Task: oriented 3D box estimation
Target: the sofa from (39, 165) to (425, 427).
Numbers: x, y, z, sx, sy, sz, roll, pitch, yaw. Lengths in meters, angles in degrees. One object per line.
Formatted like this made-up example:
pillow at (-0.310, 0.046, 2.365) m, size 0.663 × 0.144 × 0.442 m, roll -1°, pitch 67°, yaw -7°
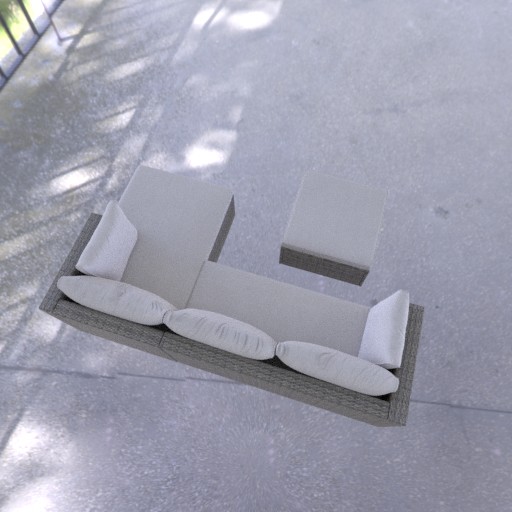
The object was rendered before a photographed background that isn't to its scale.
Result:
sofa at (0.000, 0.000, 3.048) m, size 2.192 × 0.766 × 1.662 m, roll 16°, pitch 65°, yaw 8°
